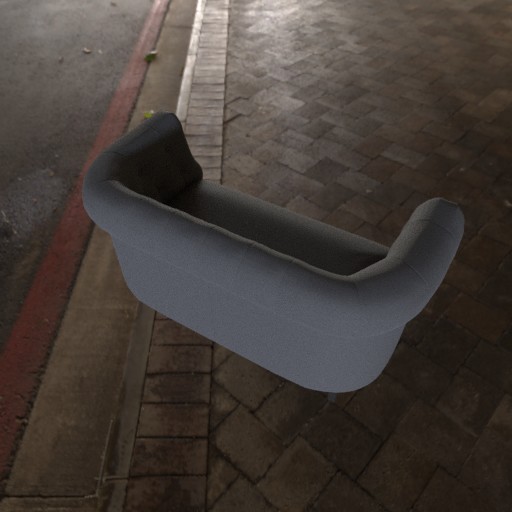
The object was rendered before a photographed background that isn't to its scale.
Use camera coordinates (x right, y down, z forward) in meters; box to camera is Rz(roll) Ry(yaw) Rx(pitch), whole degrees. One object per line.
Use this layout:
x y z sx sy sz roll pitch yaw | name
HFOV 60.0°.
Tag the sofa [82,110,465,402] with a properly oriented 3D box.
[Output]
0.000 0.000 2.055 1.558 0.827 0.835 23 50 21 | sofa
